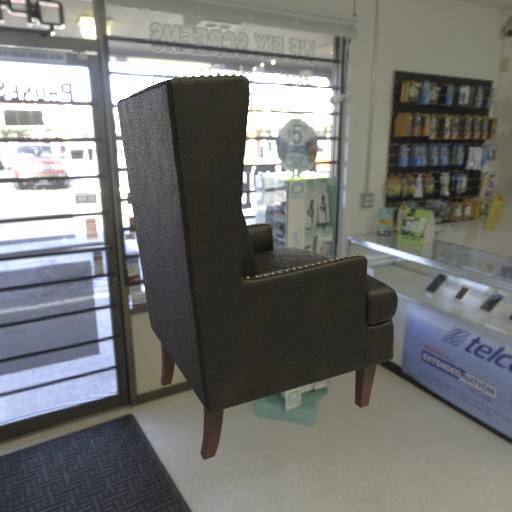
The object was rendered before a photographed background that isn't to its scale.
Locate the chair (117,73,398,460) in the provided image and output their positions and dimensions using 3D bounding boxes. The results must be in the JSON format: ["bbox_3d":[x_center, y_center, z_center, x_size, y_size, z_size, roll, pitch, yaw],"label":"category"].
[{"bbox_3d":[0.000,0.000,1.625,0.799,1.142,0.703,-7,16,-26],"label":"chair"}]
